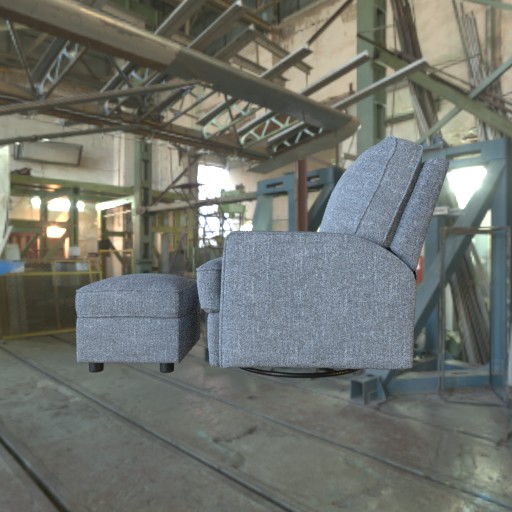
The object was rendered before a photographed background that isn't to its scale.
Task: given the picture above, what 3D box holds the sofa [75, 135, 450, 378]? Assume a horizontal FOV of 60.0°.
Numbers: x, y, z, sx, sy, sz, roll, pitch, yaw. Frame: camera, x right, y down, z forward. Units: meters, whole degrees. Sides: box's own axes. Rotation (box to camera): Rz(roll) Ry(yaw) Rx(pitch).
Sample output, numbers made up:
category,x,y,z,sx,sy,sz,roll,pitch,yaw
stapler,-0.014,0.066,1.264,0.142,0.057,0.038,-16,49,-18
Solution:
category,x,y,z,sx,sy,sz,roll,pitch,yaw
sofa,0.000,0.000,2.040,1.472,0.959,0.861,0,0,2
